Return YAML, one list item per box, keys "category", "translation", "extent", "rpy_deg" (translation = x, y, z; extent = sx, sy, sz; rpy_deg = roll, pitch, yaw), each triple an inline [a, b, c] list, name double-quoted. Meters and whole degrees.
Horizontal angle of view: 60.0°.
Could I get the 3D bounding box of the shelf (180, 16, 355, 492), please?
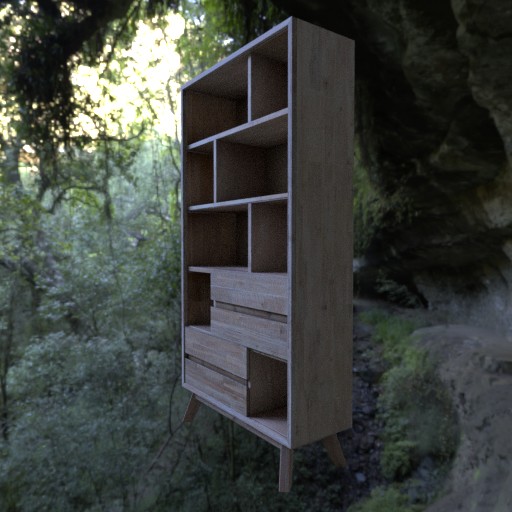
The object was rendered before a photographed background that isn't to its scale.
- category: "shelf"
  translation: [0.000, 0.000, 1.741]
  extent: [0.308, 1.471, 0.748]
  rpy_deg: [-1, 2, -36]
